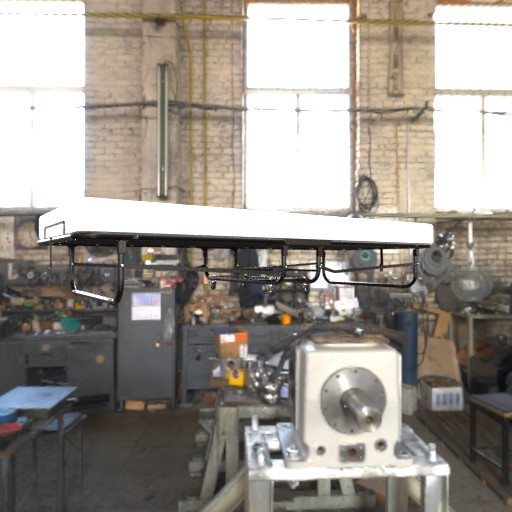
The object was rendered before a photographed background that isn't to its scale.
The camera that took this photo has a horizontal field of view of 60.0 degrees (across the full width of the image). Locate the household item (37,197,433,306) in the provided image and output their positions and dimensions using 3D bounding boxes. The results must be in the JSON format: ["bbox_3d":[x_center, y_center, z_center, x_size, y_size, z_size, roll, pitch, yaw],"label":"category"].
[{"bbox_3d":[0.000,0.000,2.204,1.905,0.356,0.787,0,-1,-35],"label":"household item"}]
